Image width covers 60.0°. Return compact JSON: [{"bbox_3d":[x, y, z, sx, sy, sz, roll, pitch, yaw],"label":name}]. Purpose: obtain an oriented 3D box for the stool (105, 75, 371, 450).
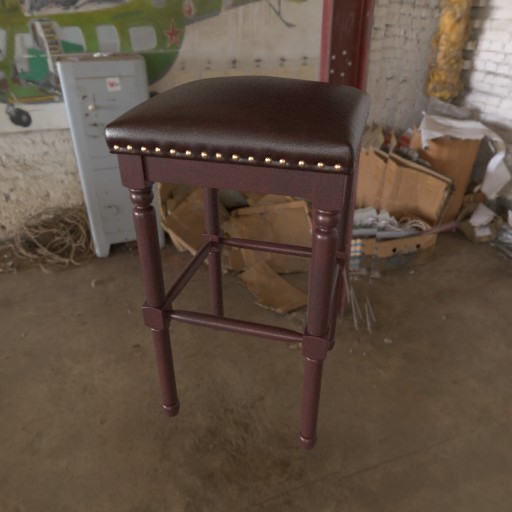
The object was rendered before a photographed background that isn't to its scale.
[{"bbox_3d":[0.000,0.000,0.938,0.382,0.702,0.383,8,31,14],"label":"stool"}]
